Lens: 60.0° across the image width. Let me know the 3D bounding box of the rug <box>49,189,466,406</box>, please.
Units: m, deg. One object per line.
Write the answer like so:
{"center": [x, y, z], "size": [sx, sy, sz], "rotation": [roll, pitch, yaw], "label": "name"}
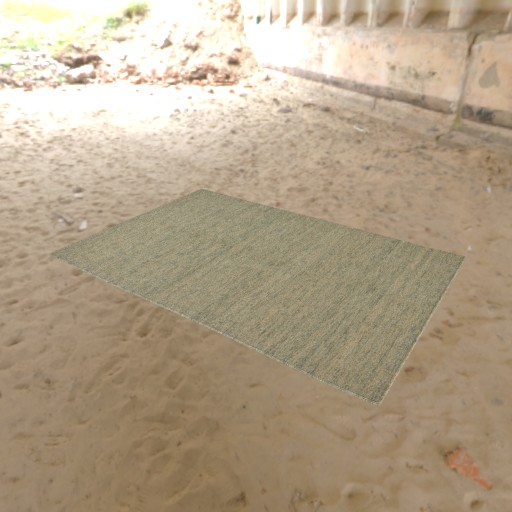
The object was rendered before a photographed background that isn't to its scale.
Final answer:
{"center": [0.000, 0.000, 2.921], "size": [2.283, 0.013, 1.547], "rotation": [18, 33, 30], "label": "rug"}
